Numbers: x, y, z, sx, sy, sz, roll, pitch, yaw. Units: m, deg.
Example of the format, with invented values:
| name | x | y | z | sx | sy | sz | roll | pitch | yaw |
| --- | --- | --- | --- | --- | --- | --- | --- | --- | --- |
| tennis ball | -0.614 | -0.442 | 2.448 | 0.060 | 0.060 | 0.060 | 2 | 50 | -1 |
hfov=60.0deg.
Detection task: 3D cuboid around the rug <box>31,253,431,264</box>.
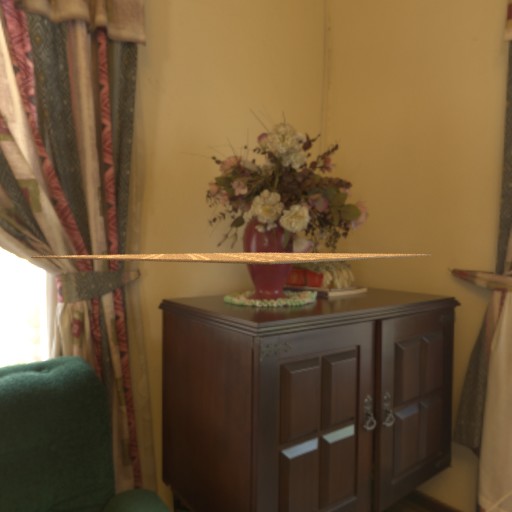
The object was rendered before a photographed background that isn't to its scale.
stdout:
| name | x | y | z | sx | sy | sz | roll | pitch | yaw |
| --- | --- | --- | --- | --- | --- | --- | --- | --- | --- |
| rug | 0.000 | 0.000 | 3.990 | 2.288 | 0.018 | 2.895 | 1 | 1 | 36 |
